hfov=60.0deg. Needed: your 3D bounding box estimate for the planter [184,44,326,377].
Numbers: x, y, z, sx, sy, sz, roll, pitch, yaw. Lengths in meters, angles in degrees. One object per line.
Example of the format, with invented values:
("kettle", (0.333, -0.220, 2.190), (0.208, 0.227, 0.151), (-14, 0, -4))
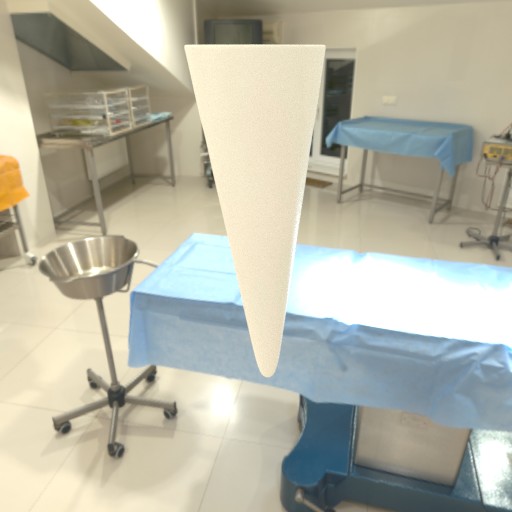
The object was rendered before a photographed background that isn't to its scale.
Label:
("planter", (0.000, 0.000, 0.225), (0.057, 0.193, 0.064), (8, 26, 17))
